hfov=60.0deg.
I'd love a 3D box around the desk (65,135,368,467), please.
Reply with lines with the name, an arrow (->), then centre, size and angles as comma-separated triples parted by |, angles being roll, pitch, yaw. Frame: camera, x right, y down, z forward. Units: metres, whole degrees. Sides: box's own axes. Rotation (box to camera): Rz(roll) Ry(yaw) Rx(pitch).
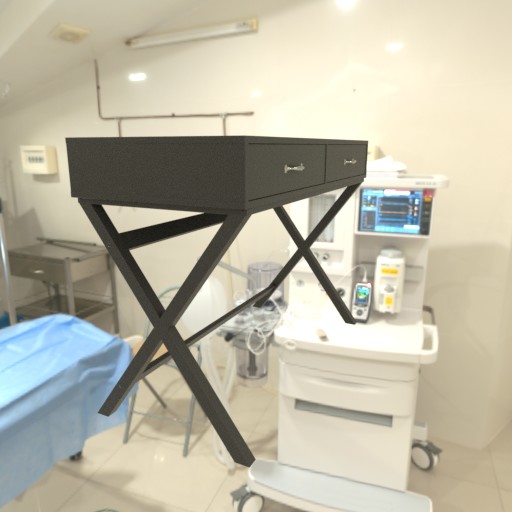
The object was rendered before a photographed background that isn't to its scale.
desk -> 0.000, 0.000, 1.534 | 0.525, 0.780, 1.057 | 7, 16, 26
